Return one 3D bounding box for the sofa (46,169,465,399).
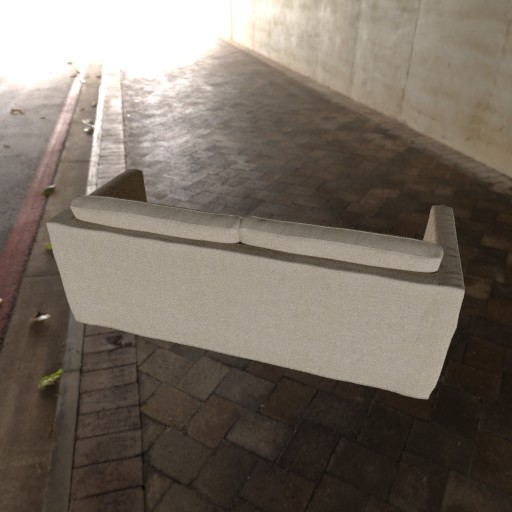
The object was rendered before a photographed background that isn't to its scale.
[{"bbox_3d":[0.000,0.000,2.791,2.296,0.847,0.956,9,33,15],"label":"sofa"}]
